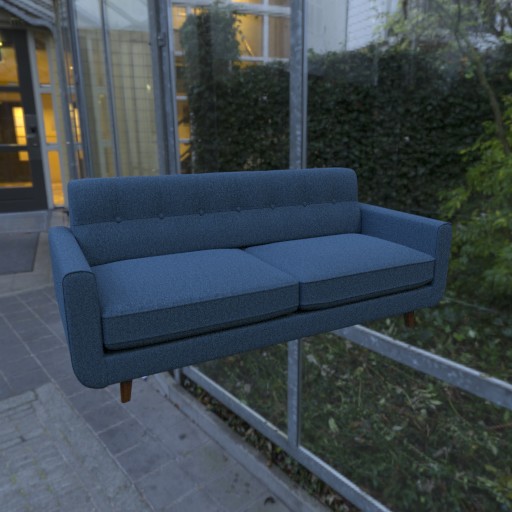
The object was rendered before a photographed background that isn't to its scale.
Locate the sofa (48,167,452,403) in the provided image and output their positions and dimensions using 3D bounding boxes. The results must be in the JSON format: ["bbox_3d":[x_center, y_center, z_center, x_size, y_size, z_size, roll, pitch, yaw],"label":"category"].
[{"bbox_3d":[0.000,0.000,2.484,2.055,0.884,0.942,-8,17,-26],"label":"sofa"}]
